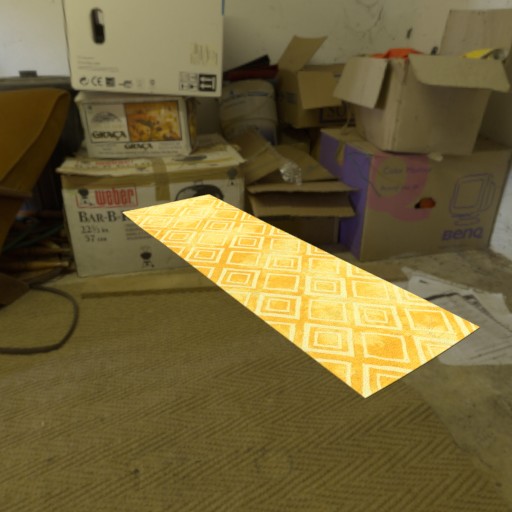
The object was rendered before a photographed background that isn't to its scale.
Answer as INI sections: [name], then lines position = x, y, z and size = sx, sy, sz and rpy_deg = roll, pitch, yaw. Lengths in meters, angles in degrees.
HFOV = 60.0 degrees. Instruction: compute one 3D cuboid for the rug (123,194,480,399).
[rug]
position = 0.000, 0.000, 2.702
size = 0.775, 0.010, 2.438
rpy_deg = -17, 31, -32
